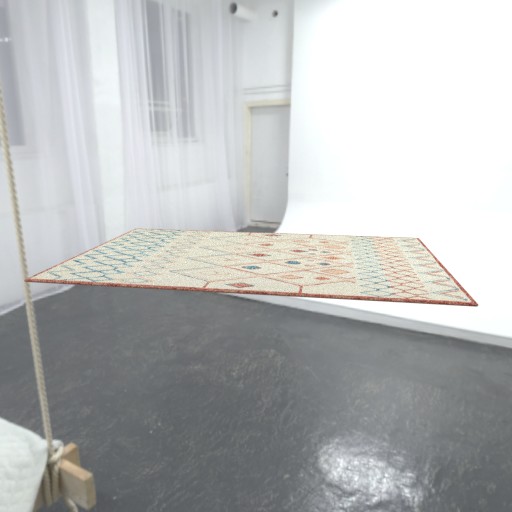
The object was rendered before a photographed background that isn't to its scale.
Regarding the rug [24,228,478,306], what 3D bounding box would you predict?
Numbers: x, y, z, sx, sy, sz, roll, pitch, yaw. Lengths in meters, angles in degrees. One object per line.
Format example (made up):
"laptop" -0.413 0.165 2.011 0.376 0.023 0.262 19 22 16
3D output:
"rug" 0.000 0.000 3.066 2.438 0.015 1.524 2 15 9
